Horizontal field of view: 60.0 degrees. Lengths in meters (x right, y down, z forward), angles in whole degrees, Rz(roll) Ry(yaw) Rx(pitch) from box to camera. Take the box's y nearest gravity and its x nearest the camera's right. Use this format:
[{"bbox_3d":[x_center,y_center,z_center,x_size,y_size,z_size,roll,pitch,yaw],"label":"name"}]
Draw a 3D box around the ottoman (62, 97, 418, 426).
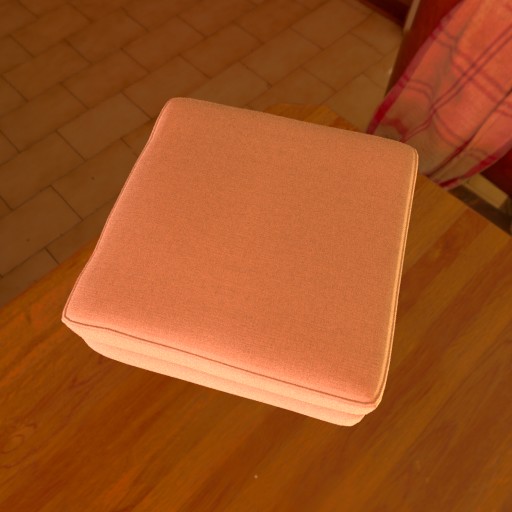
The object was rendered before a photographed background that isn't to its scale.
[{"bbox_3d":[0.000,0.000,1.418,0.838,0.503,0.838,14,64,7],"label":"ottoman"}]
